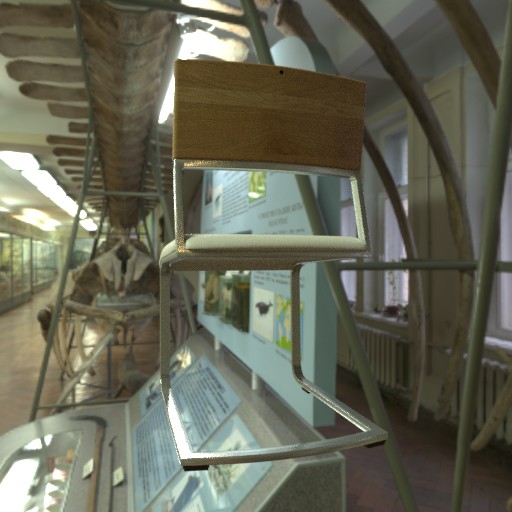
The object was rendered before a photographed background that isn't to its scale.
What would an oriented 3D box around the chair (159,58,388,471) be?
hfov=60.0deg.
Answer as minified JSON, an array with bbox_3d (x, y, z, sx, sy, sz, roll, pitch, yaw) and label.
[{"bbox_3d":[0.000,0.000,1.179,0.467,0.844,0.585,0,0,-16],"label":"chair"}]
